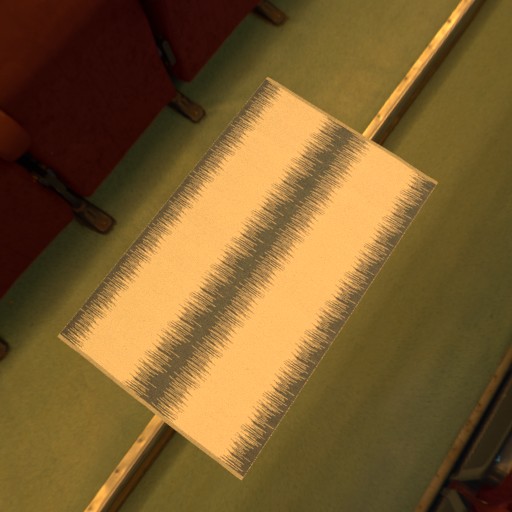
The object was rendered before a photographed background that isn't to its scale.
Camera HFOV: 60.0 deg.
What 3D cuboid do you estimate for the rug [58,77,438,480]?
[{"bbox_3d":[0.000,0.000,3.095,1.519,0.003,2.453,35,79,8],"label":"rug"}]
